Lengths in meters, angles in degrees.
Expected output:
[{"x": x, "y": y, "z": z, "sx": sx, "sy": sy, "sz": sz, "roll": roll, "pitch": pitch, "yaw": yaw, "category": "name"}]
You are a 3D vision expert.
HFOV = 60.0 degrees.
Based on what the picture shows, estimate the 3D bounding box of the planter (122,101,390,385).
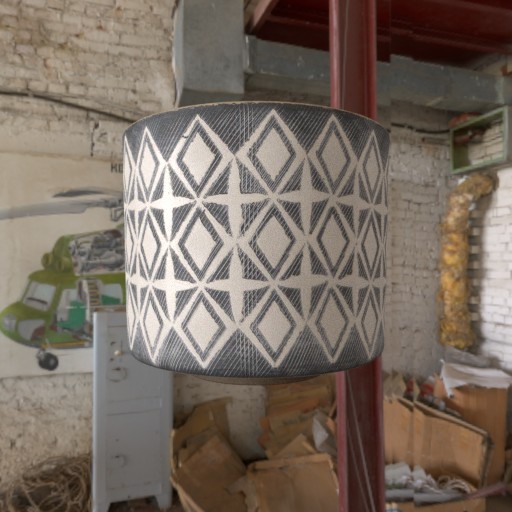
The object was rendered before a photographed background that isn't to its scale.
[{"x": 0.000, "y": 0.000, "z": 0.332, "sx": 0.192, "sy": 0.165, "sz": 0.192, "roll": 0, "pitch": -1, "yaw": 0, "category": "planter"}]
